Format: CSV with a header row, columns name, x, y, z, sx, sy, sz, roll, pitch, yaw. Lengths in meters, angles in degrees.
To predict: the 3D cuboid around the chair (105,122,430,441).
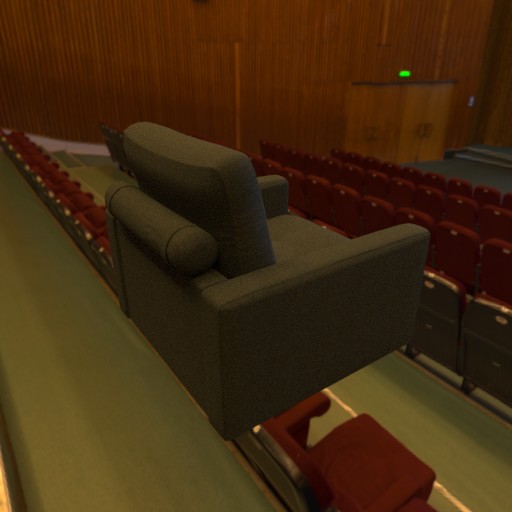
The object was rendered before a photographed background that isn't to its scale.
name,x,y,z,sx,sy,sz,roll,pitch,yaw
chair,0.000,0.000,1.542,0.843,0.880,0.821,-17,30,-31
